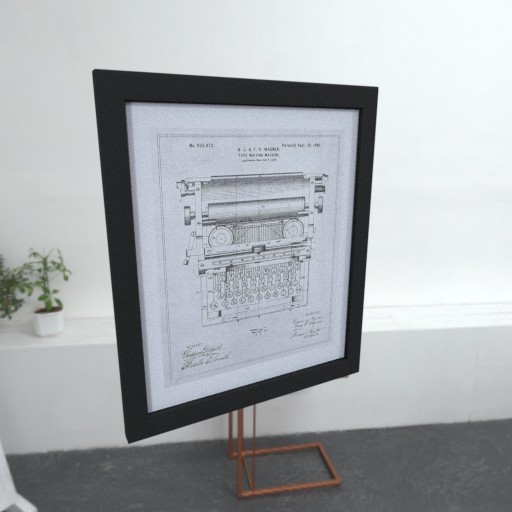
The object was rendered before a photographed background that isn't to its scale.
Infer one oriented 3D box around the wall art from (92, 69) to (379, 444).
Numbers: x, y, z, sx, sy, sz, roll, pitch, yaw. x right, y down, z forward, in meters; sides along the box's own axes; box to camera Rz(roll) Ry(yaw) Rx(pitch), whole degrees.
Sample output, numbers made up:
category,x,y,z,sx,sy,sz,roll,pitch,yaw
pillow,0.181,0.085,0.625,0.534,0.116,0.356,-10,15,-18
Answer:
category,x,y,z,sx,sy,sz,roll,pitch,yaw
wall art,0.000,0.000,0.684,0.432,0.508,0.021,-8,17,-27
